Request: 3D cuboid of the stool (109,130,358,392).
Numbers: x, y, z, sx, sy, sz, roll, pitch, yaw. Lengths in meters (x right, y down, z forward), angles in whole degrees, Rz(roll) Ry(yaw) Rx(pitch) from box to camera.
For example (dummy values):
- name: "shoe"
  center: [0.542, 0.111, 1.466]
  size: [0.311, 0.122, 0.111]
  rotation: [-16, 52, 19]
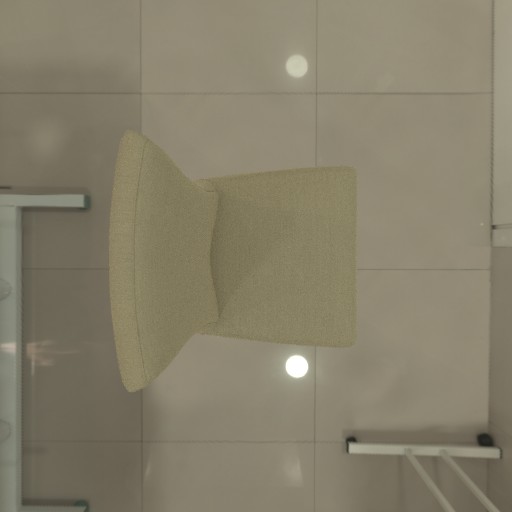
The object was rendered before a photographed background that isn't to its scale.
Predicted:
- name: "stool"
  center: [0.000, 0.000, 1.377]
  size: [0.574, 1.086, 0.514]
  rotation: [0, 91, 0]
